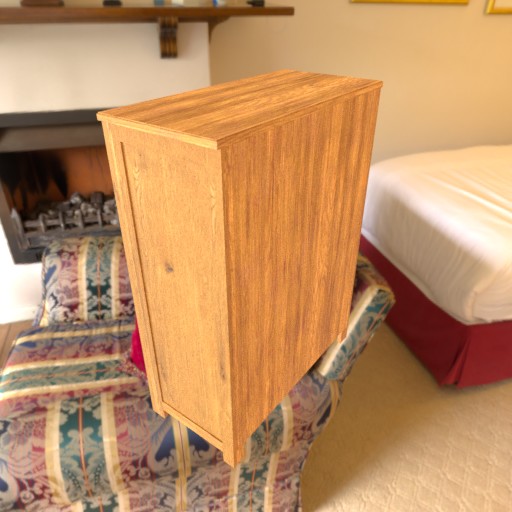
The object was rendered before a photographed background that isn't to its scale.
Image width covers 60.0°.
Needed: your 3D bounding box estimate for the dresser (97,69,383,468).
[{"bbox_3d":[0.000,0.000,2.040,0.558,1.431,1.081,21,37,31],"label":"dresser"}]
